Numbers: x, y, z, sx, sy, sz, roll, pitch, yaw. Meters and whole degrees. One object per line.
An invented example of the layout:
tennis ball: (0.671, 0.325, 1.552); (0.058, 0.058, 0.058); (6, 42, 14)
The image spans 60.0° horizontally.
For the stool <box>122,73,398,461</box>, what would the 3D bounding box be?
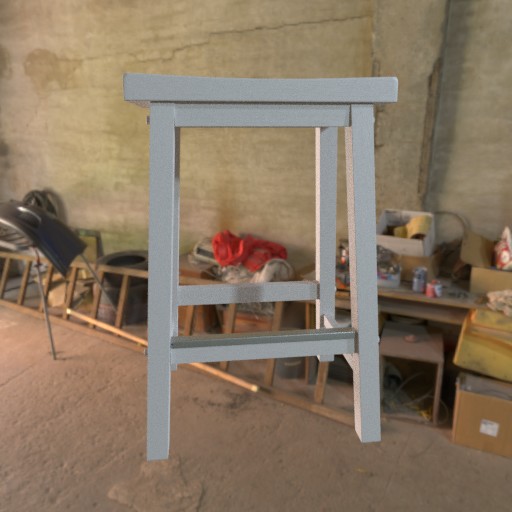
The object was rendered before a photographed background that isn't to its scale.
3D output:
stool: (0.000, 0.000, 0.833); (0.406, 0.610, 0.322); (-2, 16, -7)
